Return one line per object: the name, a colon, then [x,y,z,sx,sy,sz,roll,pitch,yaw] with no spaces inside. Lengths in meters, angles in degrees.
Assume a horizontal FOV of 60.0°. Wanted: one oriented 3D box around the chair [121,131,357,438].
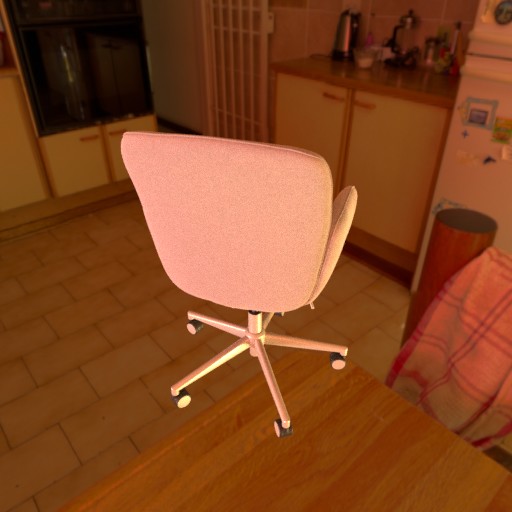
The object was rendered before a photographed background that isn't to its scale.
chair: [0.000,0.000,1.413,0.648,0.959,0.654,10,34,16]
